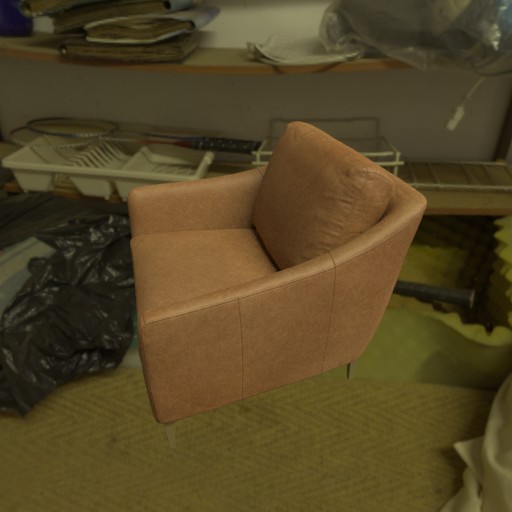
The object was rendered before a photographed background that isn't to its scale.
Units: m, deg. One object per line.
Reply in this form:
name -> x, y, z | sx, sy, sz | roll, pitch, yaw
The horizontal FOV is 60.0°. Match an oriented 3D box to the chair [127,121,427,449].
chair -> 0.000, 0.000, 1.752 | 0.963, 0.895, 0.988 | -8, 31, -13
